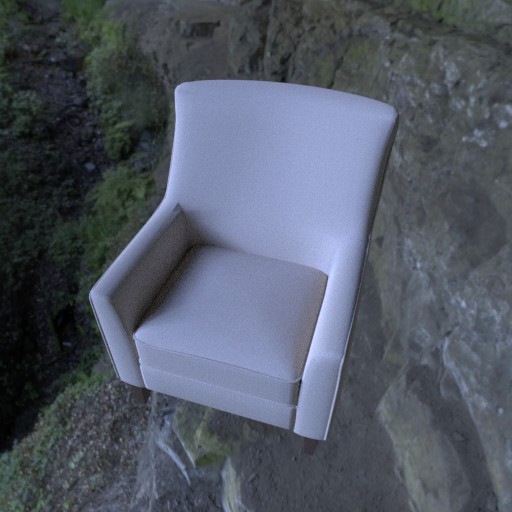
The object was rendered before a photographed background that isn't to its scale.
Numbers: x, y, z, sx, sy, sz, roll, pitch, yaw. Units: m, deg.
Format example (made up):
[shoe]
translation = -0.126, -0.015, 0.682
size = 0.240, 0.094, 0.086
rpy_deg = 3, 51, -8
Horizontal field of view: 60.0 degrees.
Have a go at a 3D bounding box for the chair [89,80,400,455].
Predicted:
[chair]
translation = 0.000, 0.000, 1.535
size = 0.756, 0.916, 0.879
rpy_deg = 12, 42, 13
